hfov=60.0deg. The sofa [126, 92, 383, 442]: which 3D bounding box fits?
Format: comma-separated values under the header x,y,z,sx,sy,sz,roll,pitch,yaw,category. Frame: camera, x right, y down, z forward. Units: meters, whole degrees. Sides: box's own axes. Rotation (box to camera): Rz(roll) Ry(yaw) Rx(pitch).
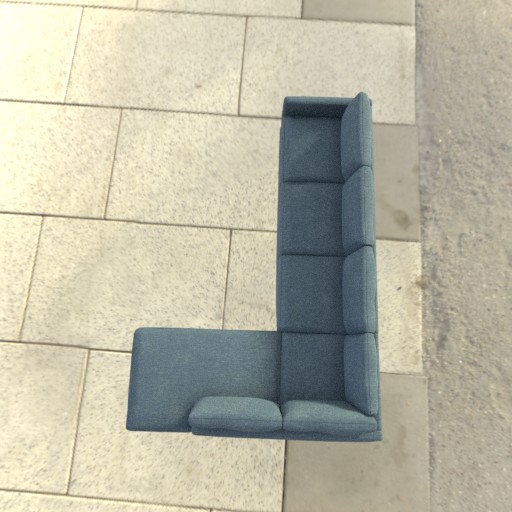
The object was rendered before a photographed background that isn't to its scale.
x,y,z,sx,sy,sz,roll,pitch,yaw,category
0.000,0.000,3.850,2.007,0.815,2.949,2,76,0,sofa
